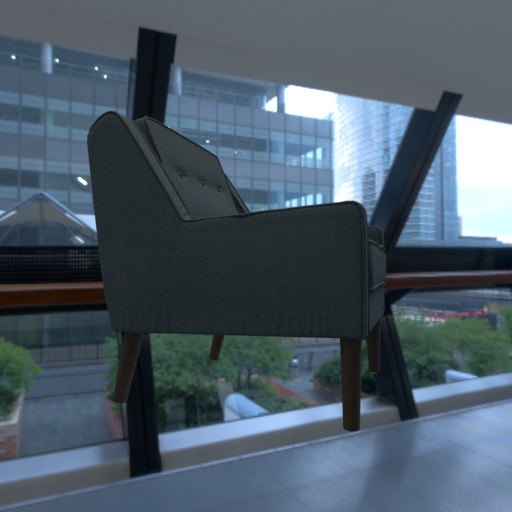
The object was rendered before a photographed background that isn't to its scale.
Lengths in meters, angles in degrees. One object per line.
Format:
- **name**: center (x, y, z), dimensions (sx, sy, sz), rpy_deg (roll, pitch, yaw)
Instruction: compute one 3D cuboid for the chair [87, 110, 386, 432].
- **chair**: center (0.000, 0.000, 1.343), dimensions (0.733, 0.780, 0.663), rpy_deg (-1, -2, 20)
